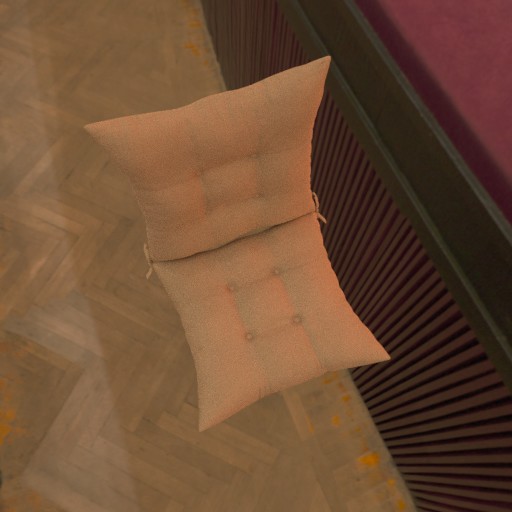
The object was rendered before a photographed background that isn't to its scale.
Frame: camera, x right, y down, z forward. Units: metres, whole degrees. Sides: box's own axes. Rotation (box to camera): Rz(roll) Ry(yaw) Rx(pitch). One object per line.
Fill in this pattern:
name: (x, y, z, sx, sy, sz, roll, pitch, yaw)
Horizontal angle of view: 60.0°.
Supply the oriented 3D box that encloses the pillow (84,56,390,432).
pillow: (0.000, 0.000, 0.997, 0.541, 0.536, 0.585, -19, 66, -8)
